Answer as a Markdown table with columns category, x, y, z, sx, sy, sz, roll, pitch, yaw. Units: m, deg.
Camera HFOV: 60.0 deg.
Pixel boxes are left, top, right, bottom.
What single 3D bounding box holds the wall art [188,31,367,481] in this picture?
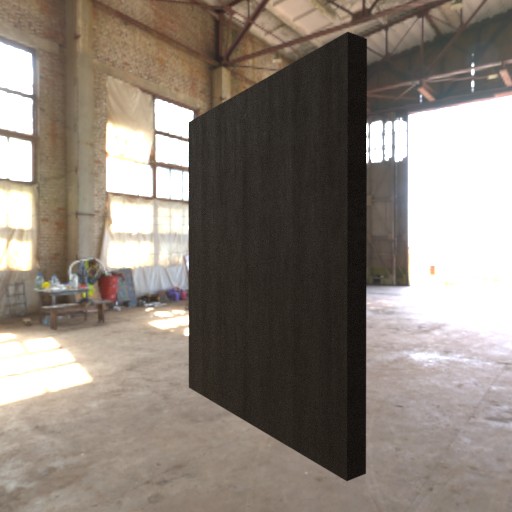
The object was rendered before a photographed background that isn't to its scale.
| category | x | y | z | sx | sy | sz | roll | pitch | yaw |
| --- | --- | --- | --- | --- | --- | --- | --- | --- | --- |
| wall art | 0.000 | 0.000 | 0.743 | 0.034 | 0.552 | 0.455 | 0 | 1 | -34 |
